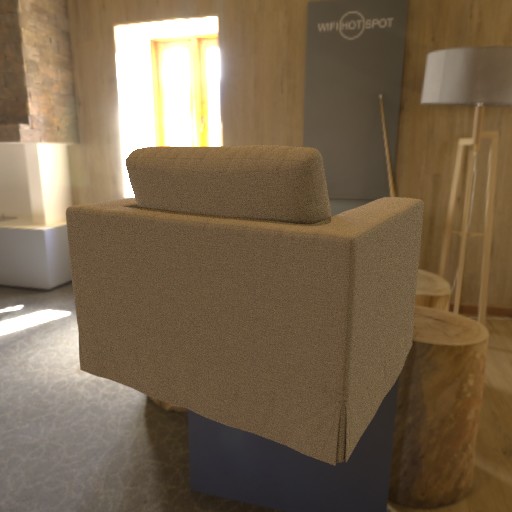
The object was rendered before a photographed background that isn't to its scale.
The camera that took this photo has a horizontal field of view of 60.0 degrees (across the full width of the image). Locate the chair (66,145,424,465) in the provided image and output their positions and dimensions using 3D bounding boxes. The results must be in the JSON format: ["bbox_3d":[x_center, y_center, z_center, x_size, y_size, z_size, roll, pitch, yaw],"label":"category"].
[{"bbox_3d":[0.000,0.000,1.808,1.150,0.878,0.957,8,16,29],"label":"chair"}]
